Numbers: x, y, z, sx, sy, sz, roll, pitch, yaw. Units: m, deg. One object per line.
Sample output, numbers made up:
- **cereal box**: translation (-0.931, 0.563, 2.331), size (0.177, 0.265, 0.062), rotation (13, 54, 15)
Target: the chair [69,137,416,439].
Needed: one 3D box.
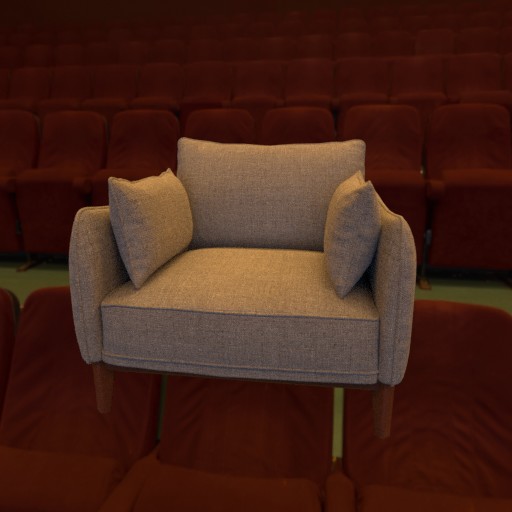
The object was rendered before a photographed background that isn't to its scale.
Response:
- **chair**: translation (0.000, 0.000, 1.634), size (0.993, 0.839, 0.976), rotation (2, 15, 8)
